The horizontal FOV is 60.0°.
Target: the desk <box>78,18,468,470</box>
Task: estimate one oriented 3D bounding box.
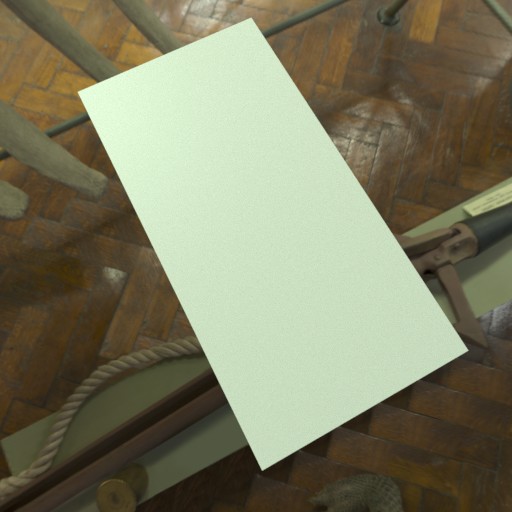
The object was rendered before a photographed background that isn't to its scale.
[{"bbox_3d":[0.000,0.000,1.397,0.497,0.762,0.990,-27,75,-8],"label":"desk"}]
